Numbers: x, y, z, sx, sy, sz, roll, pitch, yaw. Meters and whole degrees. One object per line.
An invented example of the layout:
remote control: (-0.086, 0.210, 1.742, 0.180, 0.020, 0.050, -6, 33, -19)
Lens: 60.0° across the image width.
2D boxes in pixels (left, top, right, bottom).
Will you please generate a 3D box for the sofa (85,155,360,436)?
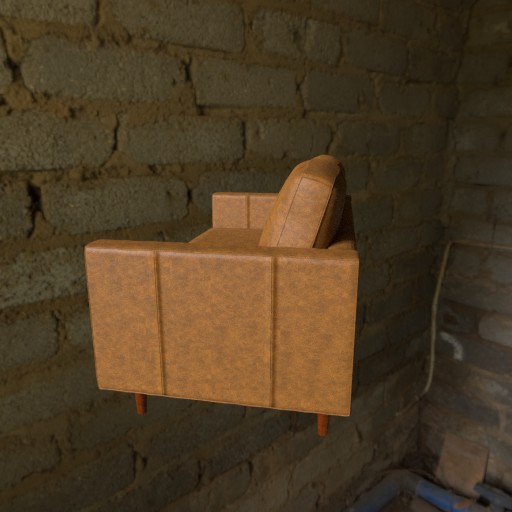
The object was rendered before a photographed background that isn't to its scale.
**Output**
sofa: (0.000, 0.000, 2.148, 0.909, 0.951, 1.578, 3, 15, 10)
